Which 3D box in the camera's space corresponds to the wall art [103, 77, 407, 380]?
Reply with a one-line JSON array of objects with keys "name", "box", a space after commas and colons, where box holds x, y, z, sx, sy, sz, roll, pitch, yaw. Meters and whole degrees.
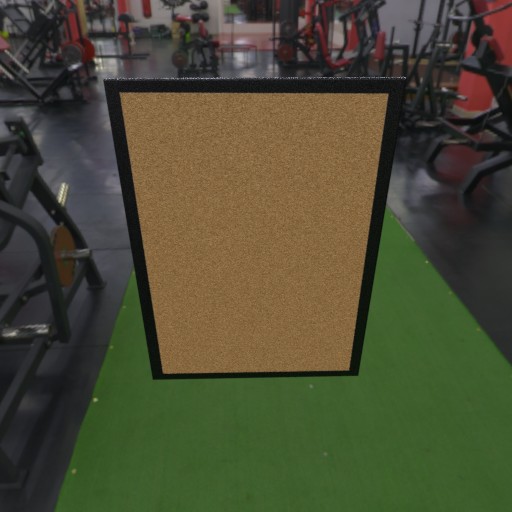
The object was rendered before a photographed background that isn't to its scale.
[{"name": "wall art", "box": [0.000, 0.000, 1.284, 0.707, 0.967, 0.013, -1, 31, -1]}]
